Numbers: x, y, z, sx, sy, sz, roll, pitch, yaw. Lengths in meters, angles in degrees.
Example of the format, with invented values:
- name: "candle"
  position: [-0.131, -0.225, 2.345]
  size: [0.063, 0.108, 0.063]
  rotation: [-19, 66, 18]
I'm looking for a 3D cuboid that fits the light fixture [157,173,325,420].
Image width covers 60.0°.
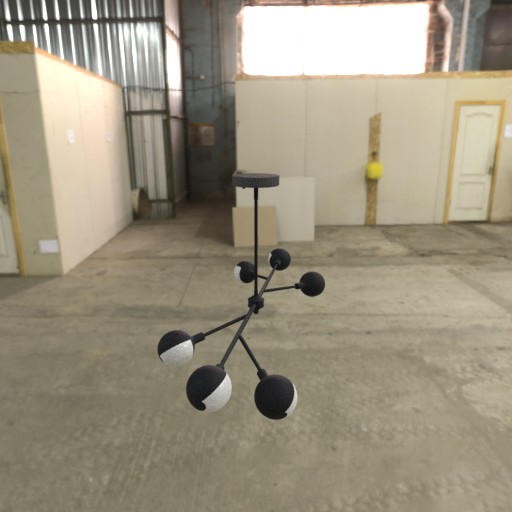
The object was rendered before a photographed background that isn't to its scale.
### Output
- name: "light fixture"
  position: [0.000, 0.000, 1.006]
  size: [0.434, 0.362, 0.778]
  rotation: [8, 18, 26]
